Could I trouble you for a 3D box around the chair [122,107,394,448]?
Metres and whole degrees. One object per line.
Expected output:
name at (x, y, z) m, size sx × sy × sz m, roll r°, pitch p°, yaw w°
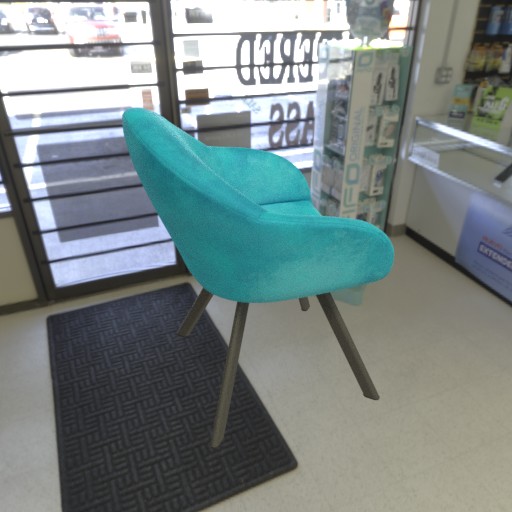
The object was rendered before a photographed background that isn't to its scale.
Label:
chair at (0.000, 0.000, 1.192) m, size 0.590 × 0.795 × 0.550 m, roll -10°, pitch 31°, yaw -17°
